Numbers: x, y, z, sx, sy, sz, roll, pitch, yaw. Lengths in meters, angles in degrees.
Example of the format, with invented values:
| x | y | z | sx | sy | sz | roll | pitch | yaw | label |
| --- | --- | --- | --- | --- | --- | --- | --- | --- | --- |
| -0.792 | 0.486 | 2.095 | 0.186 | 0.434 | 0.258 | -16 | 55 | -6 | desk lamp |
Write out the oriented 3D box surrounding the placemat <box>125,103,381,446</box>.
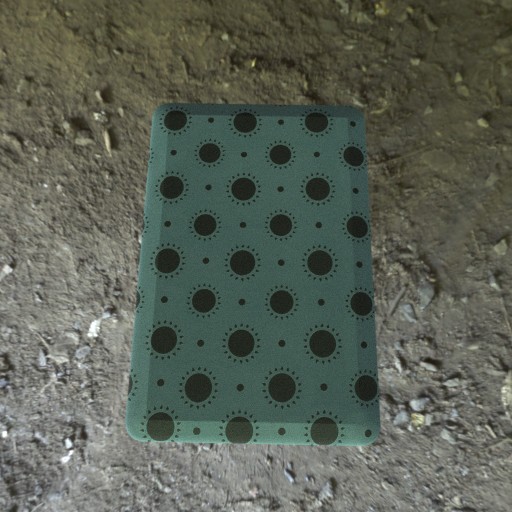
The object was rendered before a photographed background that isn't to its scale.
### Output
| x | y | z | sx | sy | sz | roll | pitch | yaw | label |
| --- | --- | --- | --- | --- | --- | --- | --- | --- | --- |
| 0.000 | 0.000 | 0.965 | 0.508 | 0.021 | 0.762 | 1 | 75 | 0 | placemat |
